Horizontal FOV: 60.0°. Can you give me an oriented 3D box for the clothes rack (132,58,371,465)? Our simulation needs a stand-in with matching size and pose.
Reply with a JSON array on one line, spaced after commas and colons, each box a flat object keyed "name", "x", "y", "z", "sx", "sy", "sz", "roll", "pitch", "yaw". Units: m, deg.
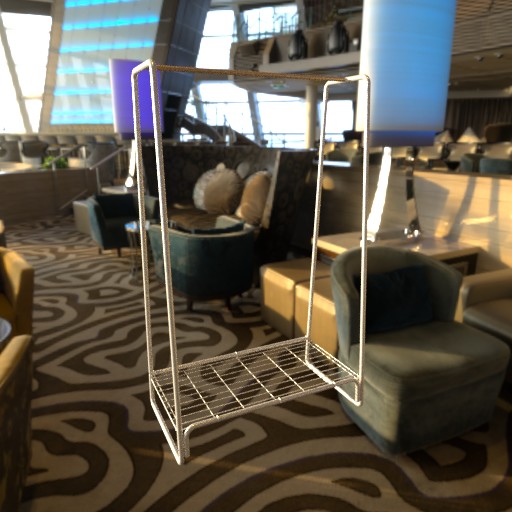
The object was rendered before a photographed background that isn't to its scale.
[{"name": "clothes rack", "x": 0.000, "y": 0.000, "z": 1.932, "sx": 0.900, "sy": 1.500, "sz": 0.495, "roll": -7, "pitch": 17, "yaw": -25}]
